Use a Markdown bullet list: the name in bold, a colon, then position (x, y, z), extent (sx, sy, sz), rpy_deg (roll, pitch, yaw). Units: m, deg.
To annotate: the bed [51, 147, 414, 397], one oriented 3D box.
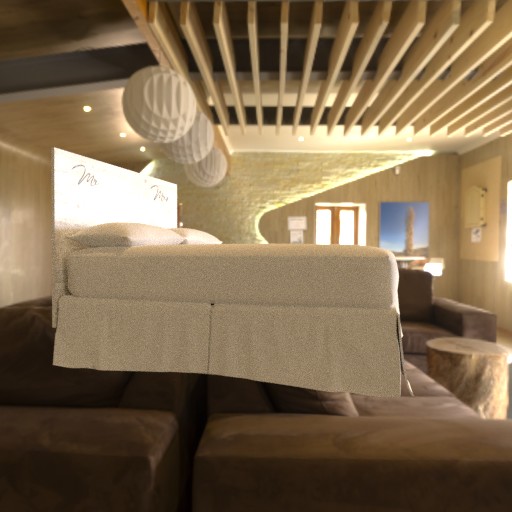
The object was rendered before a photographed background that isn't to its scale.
- **bed**: position (0.000, 0.000, 3.204), extent (2.094, 1.335, 1.745), rpy_deg (0, 1, 17)
